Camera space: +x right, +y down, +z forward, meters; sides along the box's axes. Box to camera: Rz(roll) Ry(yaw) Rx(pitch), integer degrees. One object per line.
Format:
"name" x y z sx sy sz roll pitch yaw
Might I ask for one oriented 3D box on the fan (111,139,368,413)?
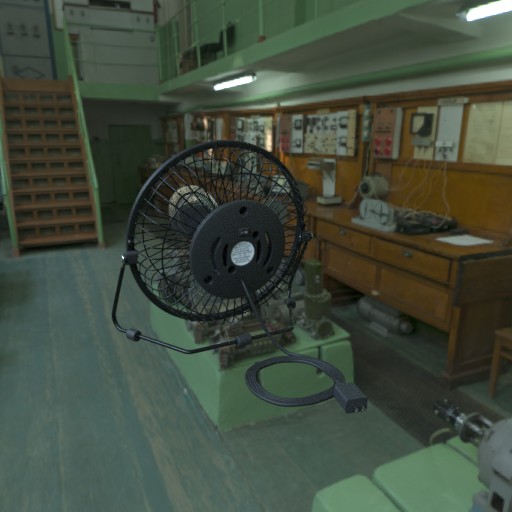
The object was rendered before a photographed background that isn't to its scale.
"fan" 0.000 0.000 0.372 0.209 0.188 0.227 -8 17 -26
